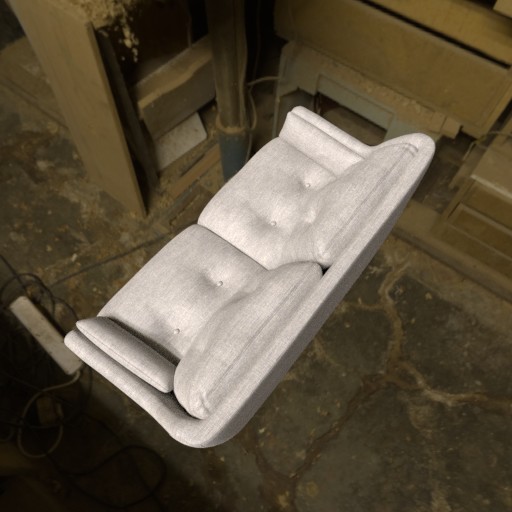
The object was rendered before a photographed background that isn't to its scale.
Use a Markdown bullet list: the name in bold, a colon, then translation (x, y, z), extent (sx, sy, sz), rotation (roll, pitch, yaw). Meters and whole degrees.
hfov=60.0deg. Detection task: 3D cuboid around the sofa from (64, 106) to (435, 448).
- **sofa**: translation (0.000, 0.000, 2.410), extent (0.976, 0.897, 1.930), rotation (35, 69, 16)
